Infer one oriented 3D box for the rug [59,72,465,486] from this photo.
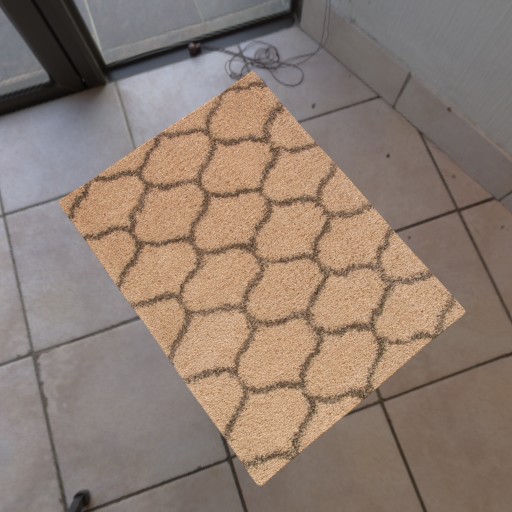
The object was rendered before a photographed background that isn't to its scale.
[{"bbox_3d":[0.000,0.000,2.092,1.200,0.025,1.600,-37,79,-8],"label":"rug"}]
